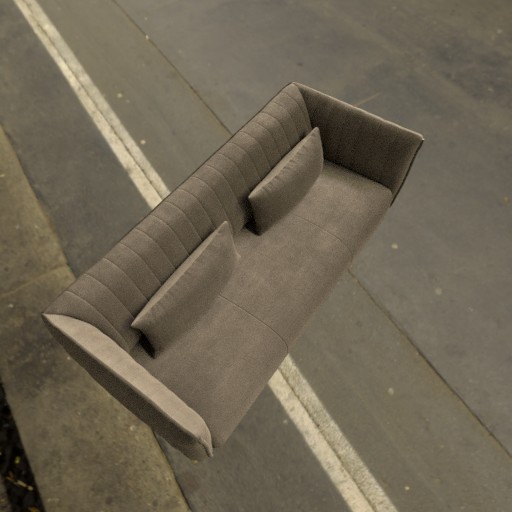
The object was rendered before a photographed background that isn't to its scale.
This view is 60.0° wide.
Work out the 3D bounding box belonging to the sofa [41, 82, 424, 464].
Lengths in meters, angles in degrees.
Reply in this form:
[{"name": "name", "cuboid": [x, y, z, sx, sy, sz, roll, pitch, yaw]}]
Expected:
[{"name": "sofa", "cuboid": [0.000, 0.000, 2.407, 0.876, 0.780, 1.980, 31, 62, 19]}]
